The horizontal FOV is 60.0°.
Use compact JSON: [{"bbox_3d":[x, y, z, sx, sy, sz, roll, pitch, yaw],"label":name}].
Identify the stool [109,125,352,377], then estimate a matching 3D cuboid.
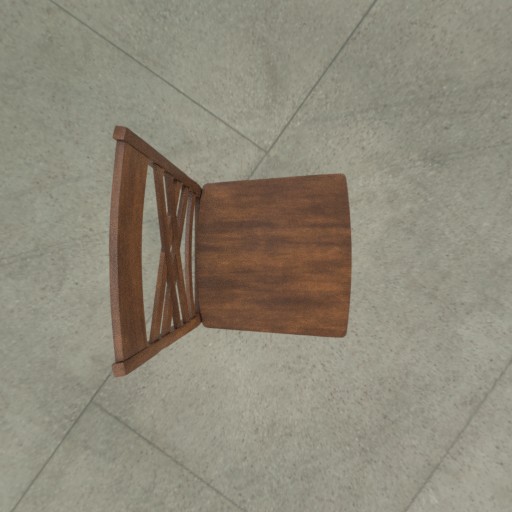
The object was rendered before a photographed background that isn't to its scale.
[{"bbox_3d":[0.000,0.000,1.344,0.539,1.079,0.462,0,89,0],"label":"stool"}]
